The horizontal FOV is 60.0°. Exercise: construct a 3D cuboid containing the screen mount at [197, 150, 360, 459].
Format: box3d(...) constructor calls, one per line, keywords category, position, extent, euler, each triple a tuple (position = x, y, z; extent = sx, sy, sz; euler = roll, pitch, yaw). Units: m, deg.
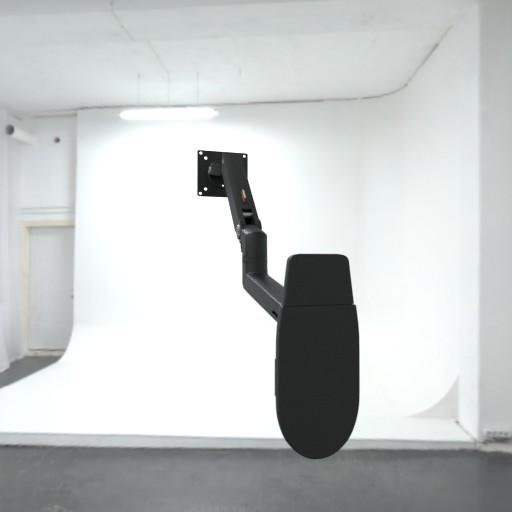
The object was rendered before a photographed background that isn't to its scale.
box3d(category="screen mount", position=(0.000, 0.000, 0.743), extent=(0.115, 0.466, 0.495), euler=(0, -1, -17))
